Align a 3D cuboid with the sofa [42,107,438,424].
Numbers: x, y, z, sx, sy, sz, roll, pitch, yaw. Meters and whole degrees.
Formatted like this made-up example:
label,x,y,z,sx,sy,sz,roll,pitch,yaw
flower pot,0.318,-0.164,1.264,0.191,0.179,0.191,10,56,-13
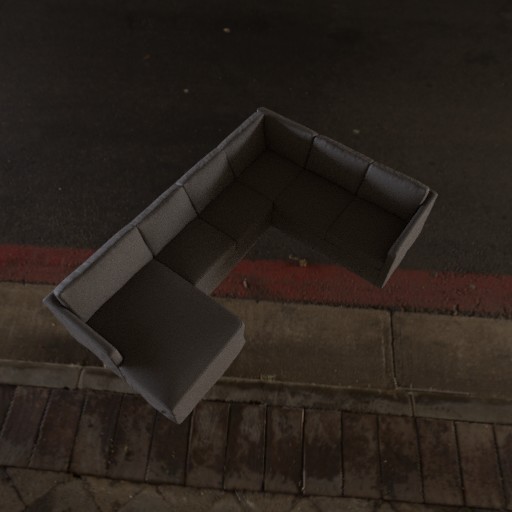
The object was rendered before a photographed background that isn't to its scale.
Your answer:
label,x,y,z,sx,sy,sz,roll,pitch,yaw
sofa,0.000,0.000,4.720,2.476,0.878,3.528,32,62,19
